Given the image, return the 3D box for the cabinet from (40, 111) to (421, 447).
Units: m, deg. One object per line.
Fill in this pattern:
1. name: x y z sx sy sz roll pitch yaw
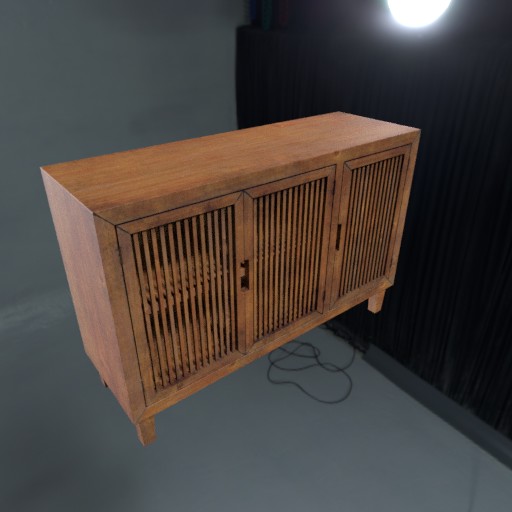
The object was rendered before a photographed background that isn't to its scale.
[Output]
1. cabinet: 0.000 0.000 1.609 1.204 0.805 0.403 -21 36 -33
